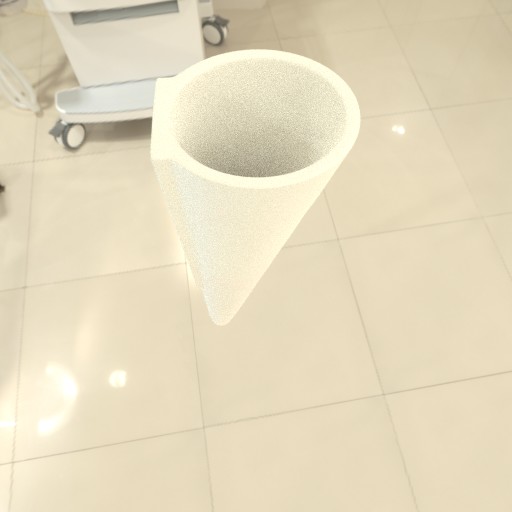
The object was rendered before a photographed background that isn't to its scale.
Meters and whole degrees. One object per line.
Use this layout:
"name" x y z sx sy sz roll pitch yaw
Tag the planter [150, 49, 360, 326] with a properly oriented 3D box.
"planter" 0.000 0.000 0.222 0.064 0.193 0.057 -3 63 -1
